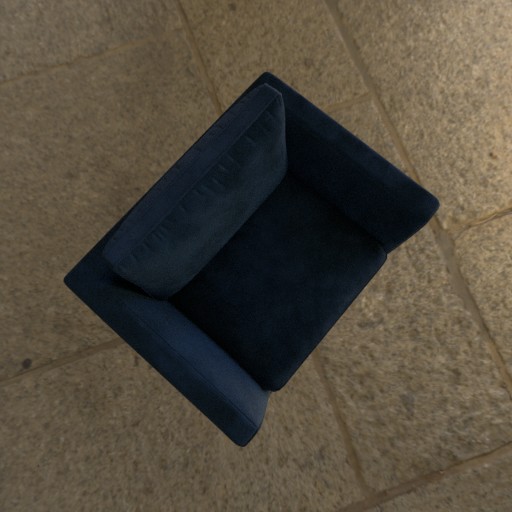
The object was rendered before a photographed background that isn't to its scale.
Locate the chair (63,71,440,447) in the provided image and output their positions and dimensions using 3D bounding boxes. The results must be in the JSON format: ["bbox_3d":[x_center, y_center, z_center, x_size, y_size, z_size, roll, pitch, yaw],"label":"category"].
[{"bbox_3d":[0.000,0.000,1.592,0.746,0.893,0.977,40,81,8],"label":"chair"}]
